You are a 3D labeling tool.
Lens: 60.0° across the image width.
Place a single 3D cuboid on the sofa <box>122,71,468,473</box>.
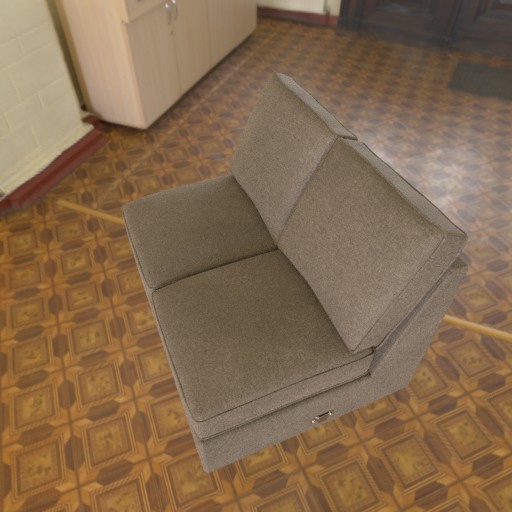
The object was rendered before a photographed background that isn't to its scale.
[{"bbox_3d":[0.000,0.000,1.891,0.951,1.008,1.237,-17,48,-16],"label":"sofa"}]
